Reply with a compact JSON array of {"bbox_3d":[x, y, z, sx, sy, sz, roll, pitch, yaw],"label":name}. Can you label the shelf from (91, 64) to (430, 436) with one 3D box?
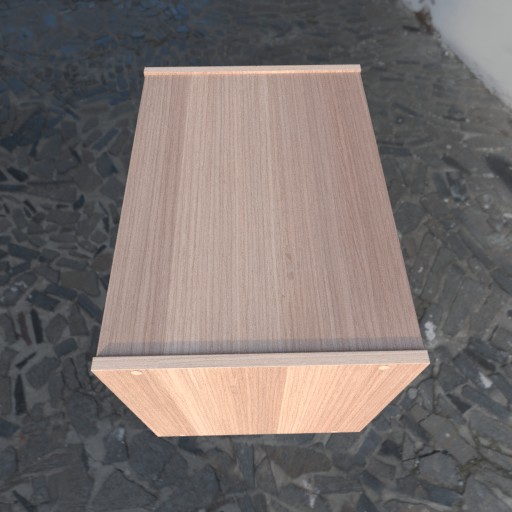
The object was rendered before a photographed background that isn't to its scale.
[{"bbox_3d":[0.000,0.000,0.617,0.290,0.305,0.415,-1,58,-1],"label":"shelf"}]
